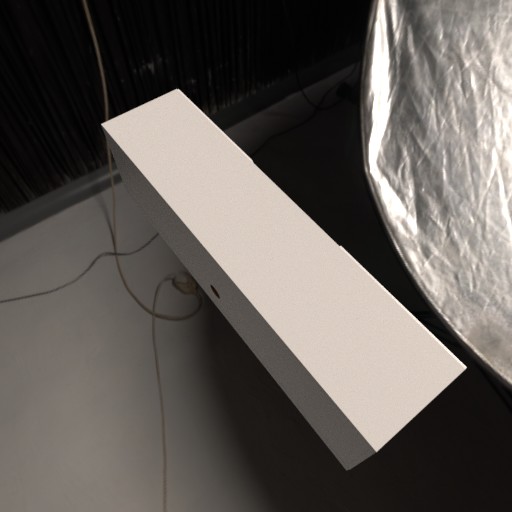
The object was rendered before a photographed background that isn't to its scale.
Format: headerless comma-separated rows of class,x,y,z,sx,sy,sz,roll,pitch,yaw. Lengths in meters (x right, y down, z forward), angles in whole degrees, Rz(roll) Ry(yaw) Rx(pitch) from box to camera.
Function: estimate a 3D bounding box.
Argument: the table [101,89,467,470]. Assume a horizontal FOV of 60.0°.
table,0.000,0.000,1.727,0.400,0.440,1.550,-33,64,-19
